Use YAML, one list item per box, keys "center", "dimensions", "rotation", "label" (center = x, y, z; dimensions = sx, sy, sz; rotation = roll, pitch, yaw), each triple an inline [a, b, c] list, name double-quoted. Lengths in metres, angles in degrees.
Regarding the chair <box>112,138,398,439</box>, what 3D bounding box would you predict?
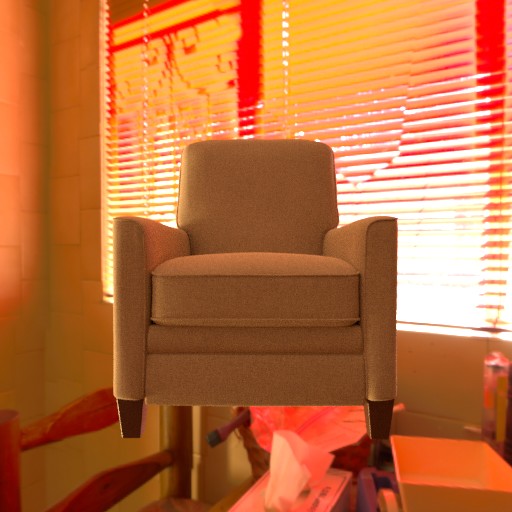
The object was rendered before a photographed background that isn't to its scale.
- center: [0.000, 0.000, 1.619]
  dimensions: [0.845, 1.023, 0.859]
  rotation: [0, 1, 0]
  label: "chair"
